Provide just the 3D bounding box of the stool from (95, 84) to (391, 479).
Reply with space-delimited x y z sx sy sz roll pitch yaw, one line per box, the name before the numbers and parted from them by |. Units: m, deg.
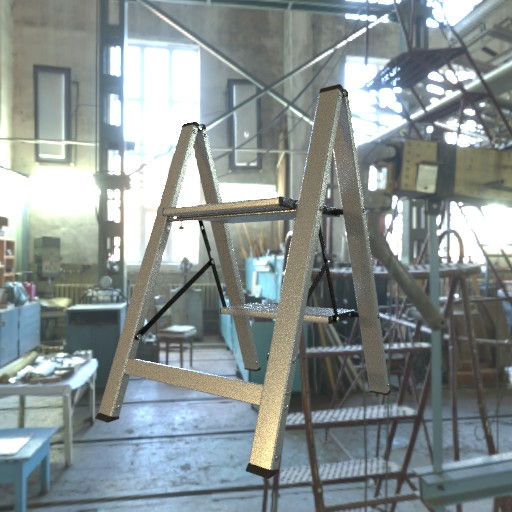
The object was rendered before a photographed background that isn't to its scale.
stool | 0.000 0.000 1.005 0.440 0.670 0.535 0 -1 36
